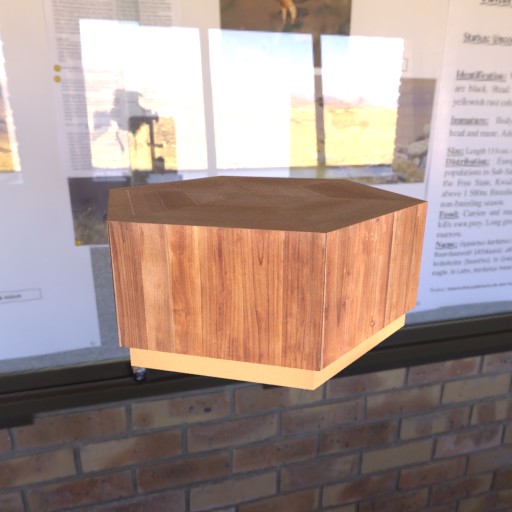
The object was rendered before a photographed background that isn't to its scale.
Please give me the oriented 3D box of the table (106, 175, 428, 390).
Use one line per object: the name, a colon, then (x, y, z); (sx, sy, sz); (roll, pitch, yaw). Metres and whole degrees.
table: (0.000, 0.000, 1.641); (1.000, 0.456, 1.154); (16, 23, 41)
